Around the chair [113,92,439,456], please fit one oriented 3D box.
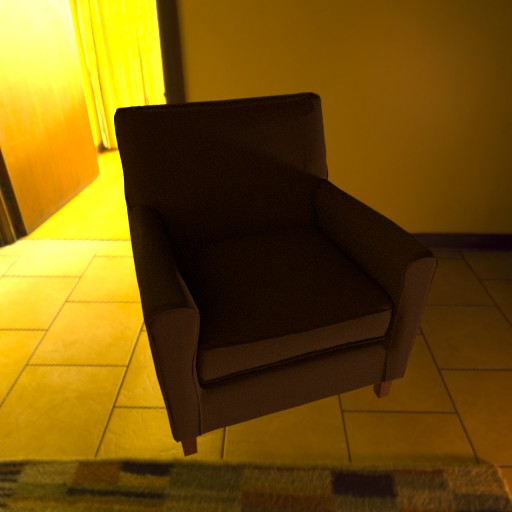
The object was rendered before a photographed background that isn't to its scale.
[{"bbox_3d":[0.000,0.000,1.562,0.836,0.911,0.831,-10,34,-16],"label":"chair"}]
